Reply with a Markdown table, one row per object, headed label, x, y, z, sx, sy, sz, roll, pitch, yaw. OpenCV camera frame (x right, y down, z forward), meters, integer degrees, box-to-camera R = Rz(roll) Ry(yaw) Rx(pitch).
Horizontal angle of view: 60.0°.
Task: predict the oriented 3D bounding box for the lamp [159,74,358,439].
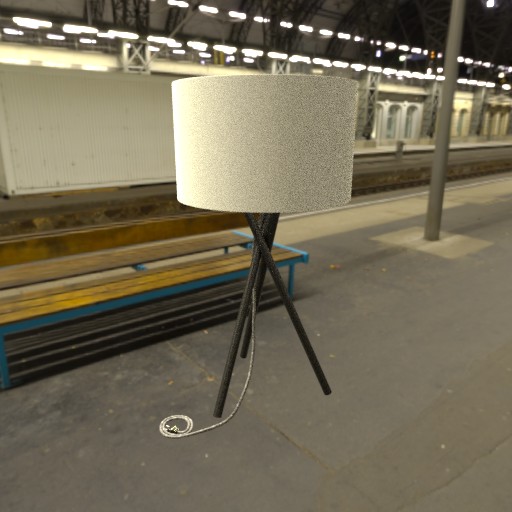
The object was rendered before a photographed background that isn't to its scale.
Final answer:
| label | x | y | z | sx | sy | sz | roll | pitch | yaw |
| --- | --- | --- | --- | --- | --- | --- | --- | --- | --- |
| lamp | 0.000 | 0.000 | 0.923 | 0.353 | 0.674 | 0.422 | 9 | 18 | 27 |
